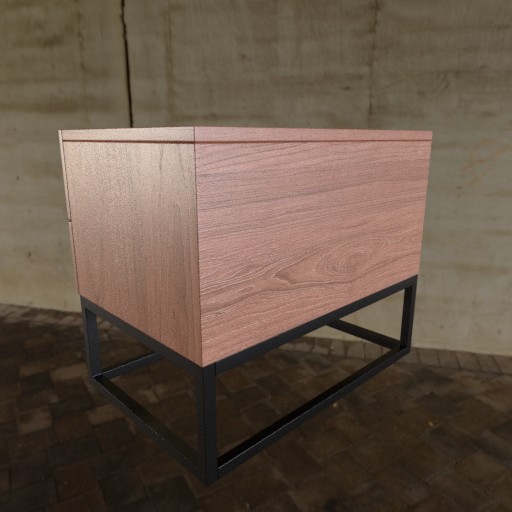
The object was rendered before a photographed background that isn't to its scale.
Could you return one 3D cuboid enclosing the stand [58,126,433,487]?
[{"bbox_3d":[0.000,0.000,0.917,0.600,0.500,0.420,-14,20,-42],"label":"stand"}]
